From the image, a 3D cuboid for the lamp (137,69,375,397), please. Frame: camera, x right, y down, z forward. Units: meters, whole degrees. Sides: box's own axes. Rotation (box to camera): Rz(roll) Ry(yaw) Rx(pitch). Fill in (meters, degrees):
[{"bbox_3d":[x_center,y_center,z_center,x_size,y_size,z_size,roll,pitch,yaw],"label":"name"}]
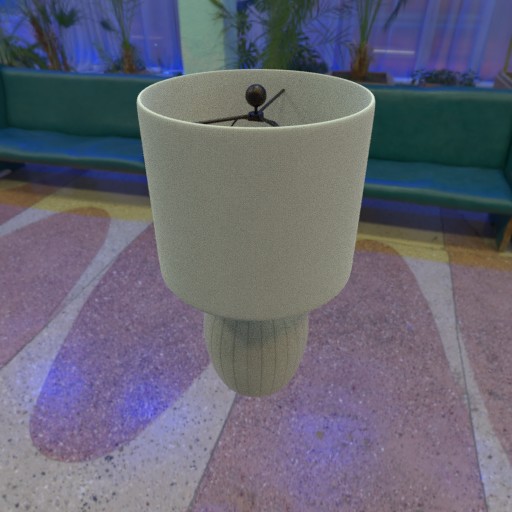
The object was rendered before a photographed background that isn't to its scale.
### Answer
[{"bbox_3d":[0.000,0.000,0.771,0.328,0.570,0.328,0,33,0],"label":"lamp"}]
